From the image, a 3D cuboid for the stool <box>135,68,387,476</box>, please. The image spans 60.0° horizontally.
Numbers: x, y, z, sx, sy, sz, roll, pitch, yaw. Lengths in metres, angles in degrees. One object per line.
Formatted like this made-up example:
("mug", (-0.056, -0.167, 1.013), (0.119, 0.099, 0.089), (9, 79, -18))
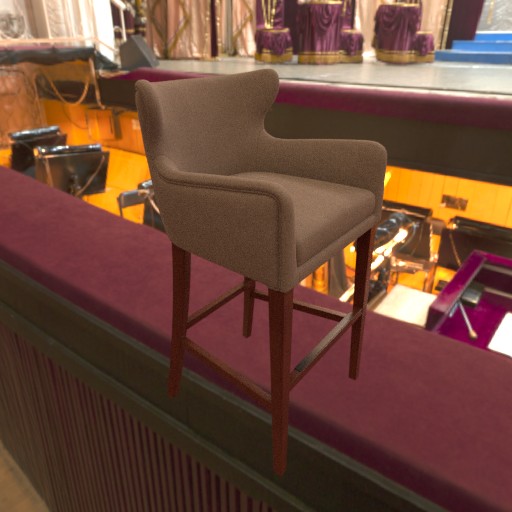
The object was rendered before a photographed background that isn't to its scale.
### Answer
("stool", (0.000, 0.000, 1.386), (0.575, 1.047, 0.575), (18, 32, 32))
